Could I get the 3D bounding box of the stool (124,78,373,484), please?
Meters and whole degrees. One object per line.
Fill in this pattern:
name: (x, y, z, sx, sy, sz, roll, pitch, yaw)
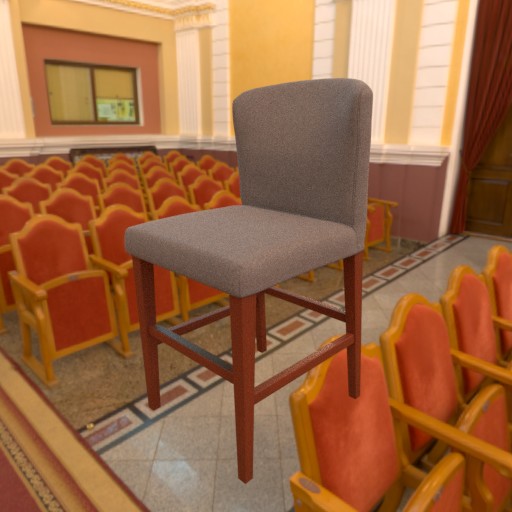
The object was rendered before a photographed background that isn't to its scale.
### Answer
stool: (0.000, 0.000, 1.264, 0.481, 0.968, 0.568, 16, 24, 42)
